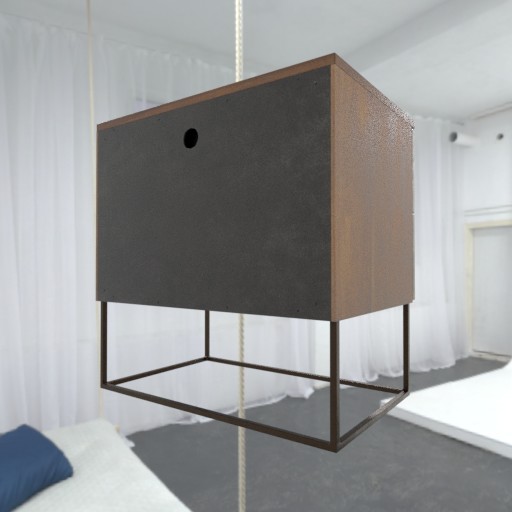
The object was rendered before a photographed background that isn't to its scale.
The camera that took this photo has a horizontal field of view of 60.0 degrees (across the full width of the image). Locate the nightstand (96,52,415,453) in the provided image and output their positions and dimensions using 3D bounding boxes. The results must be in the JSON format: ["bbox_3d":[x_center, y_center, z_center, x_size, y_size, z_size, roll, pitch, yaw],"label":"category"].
[{"bbox_3d":[0.000,0.000,1.019,0.605,0.611,0.427,-1,-1,36],"label":"nightstand"}]
